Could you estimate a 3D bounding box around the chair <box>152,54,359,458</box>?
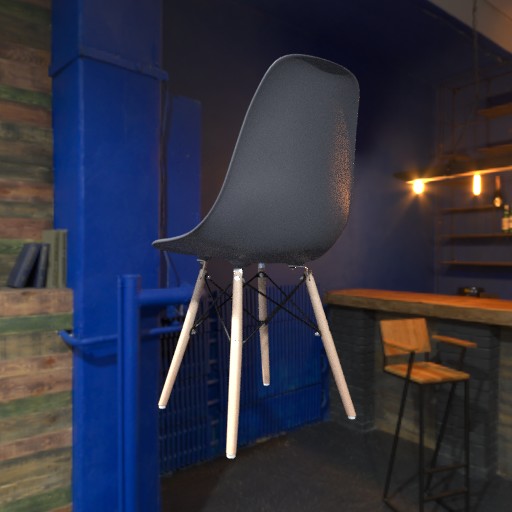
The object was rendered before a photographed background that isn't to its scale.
[{"bbox_3d":[0.000,0.000,1.154,0.470,0.826,0.533,0,1,-36],"label":"chair"}]
